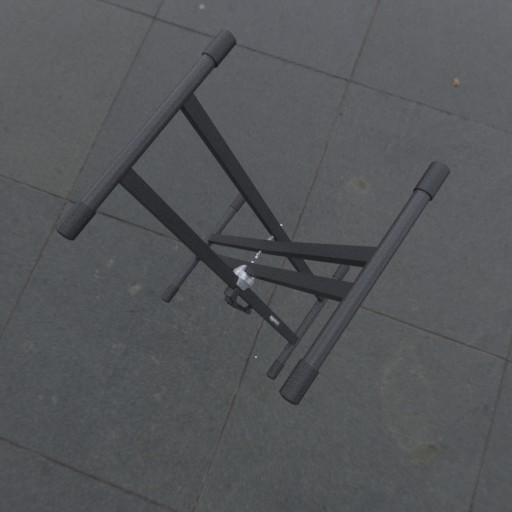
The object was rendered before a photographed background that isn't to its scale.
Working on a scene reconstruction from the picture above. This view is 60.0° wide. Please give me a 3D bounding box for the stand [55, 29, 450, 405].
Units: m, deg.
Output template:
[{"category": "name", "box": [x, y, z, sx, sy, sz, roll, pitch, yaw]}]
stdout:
[{"category": "stand", "box": [0.000, 0.000, 1.195, 0.503, 0.900, 0.495, 35, 79, 7]}]
